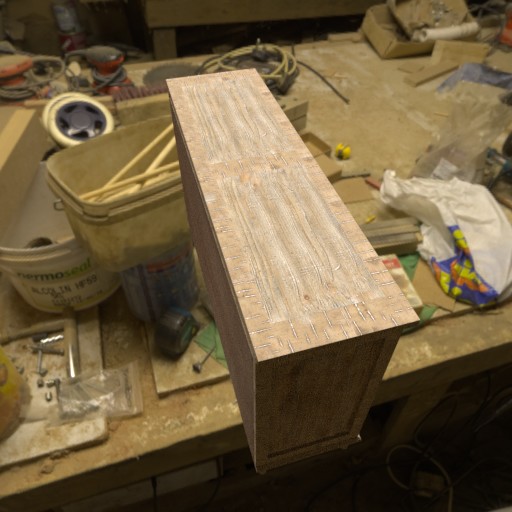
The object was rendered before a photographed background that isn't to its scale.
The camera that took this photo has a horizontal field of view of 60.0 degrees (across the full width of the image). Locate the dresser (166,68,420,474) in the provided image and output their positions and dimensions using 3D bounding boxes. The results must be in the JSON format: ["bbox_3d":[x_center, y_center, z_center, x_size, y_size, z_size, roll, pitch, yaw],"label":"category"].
[{"bbox_3d":[0.000,0.000,2.061,0.457,1.016,1.626,-12,48,-11],"label":"dresser"}]
